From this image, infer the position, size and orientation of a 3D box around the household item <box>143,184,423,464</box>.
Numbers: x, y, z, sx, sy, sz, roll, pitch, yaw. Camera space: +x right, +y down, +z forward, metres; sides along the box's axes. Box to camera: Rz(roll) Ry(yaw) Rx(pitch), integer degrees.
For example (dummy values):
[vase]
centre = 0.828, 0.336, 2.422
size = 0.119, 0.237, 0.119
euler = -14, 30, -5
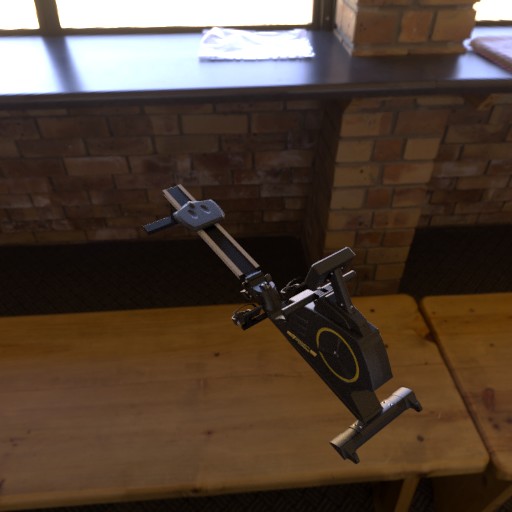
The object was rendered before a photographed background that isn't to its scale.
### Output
[household item]
centre = 0.000, 0.000, 2.607
size = 0.521, 0.810, 2.251
euler = -25, 47, -26
